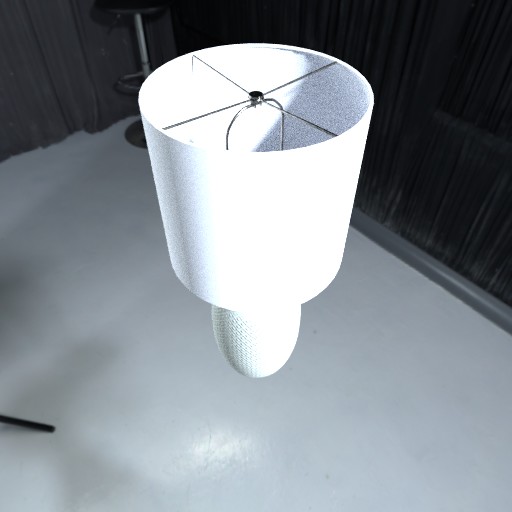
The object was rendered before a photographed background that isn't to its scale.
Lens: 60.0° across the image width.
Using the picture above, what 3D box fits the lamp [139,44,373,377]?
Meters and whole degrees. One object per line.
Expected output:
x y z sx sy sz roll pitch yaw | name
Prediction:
0.000 0.000 0.578 0.217 0.453 0.217 -31 54 -26 | lamp
